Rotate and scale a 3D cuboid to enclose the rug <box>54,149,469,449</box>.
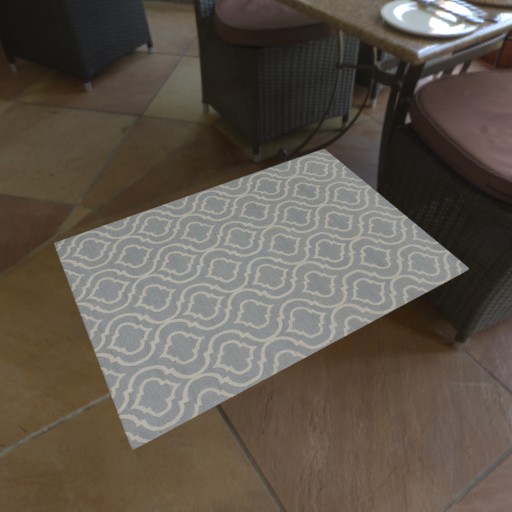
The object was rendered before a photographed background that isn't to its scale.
[{"bbox_3d":[0.000,0.000,2.696,2.080,0.010,1.451,-23,51,-20],"label":"rug"}]
